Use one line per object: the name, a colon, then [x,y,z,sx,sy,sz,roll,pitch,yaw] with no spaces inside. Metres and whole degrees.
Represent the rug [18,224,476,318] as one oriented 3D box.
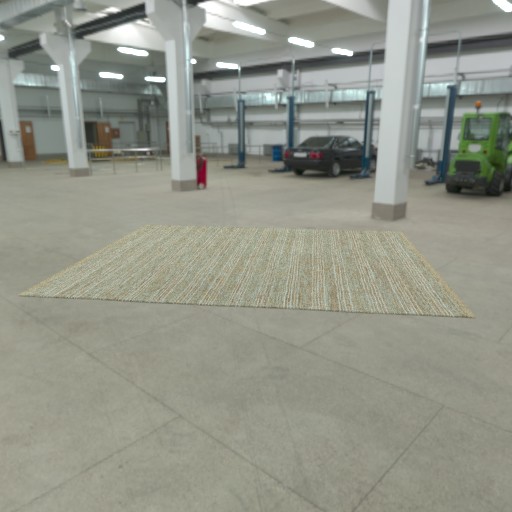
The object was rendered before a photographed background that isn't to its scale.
rug: [0.000,0.000,4.072,3.034,0.012,2.471,2,16,7]
